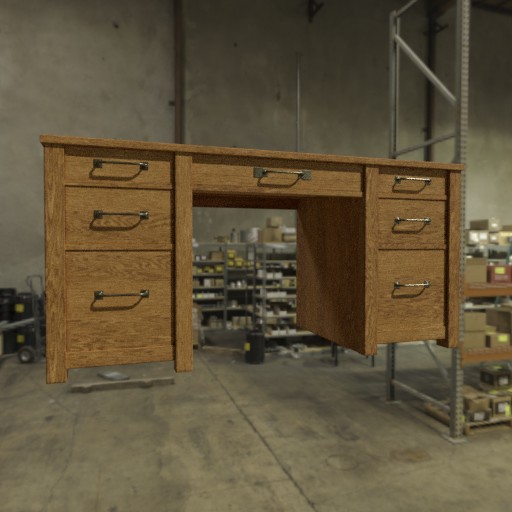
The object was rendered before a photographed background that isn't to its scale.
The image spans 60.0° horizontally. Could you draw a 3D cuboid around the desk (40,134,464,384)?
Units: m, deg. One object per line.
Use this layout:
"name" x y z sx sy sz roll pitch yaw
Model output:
"desk" 0.000 0.000 1.881 1.567 0.751 0.685 0 1 -18
